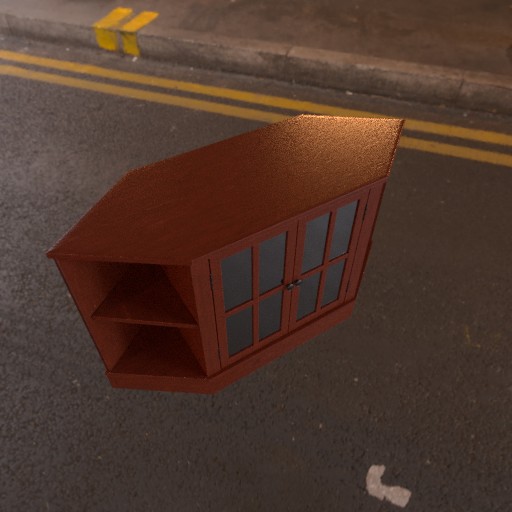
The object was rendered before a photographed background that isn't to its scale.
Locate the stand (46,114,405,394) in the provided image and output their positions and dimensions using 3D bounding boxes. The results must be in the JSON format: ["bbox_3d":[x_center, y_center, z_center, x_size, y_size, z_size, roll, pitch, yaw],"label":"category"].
[{"bbox_3d":[0.000,0.000,1.372,1.072,0.614,0.381,-24,51,-22],"label":"stand"}]
